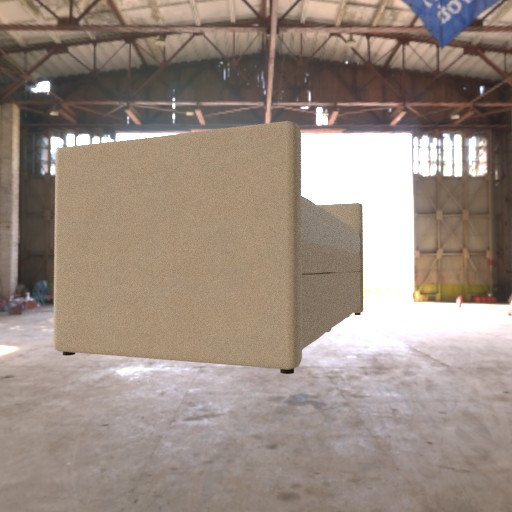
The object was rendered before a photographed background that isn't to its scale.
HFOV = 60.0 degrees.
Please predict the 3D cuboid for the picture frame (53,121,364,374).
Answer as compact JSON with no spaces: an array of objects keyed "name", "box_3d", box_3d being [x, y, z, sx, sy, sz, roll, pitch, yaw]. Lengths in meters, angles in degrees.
[{"name":"picture frame","box_3d":[0.000,0.000,2.721,1.069,0.891,2.161,-1,-2,20]}]
